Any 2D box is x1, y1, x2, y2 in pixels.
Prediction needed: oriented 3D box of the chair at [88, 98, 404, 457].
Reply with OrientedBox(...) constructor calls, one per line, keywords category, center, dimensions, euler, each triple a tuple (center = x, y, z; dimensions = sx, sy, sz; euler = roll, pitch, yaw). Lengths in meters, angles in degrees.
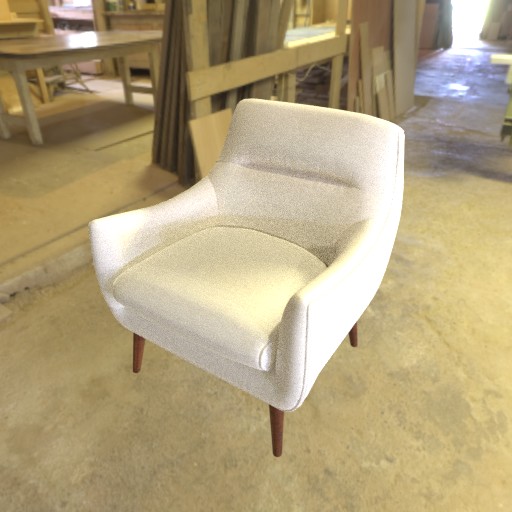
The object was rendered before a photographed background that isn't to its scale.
OrientedBox(category="chair", center=(0.000, 0.000, 1.457), dimensions=(0.762, 0.838, 0.787), euler=(19, 36, 29))
